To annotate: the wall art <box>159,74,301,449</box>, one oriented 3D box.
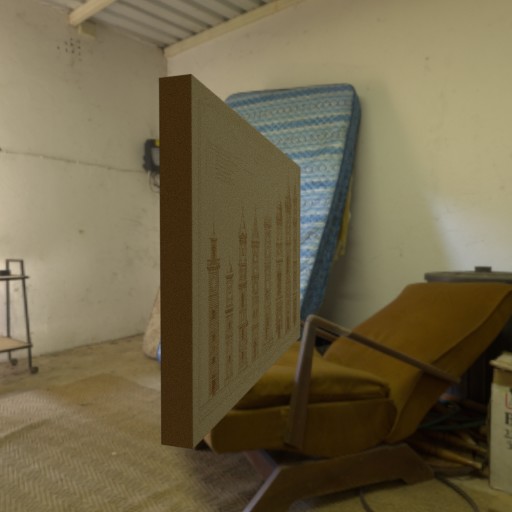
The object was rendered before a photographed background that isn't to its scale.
[{"bbox_3d":[0.000,0.000,0.778,0.039,0.407,0.609,0,2,17],"label":"wall art"}]
